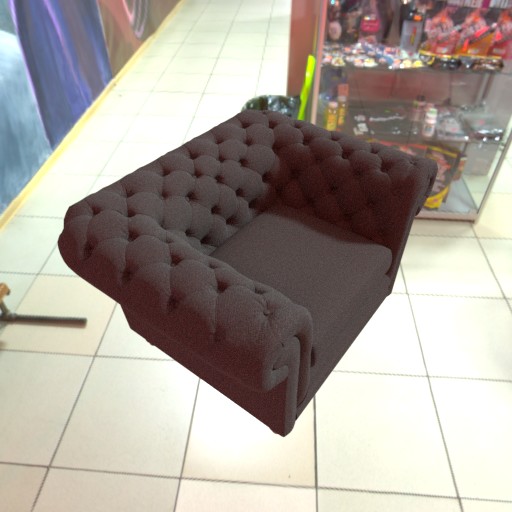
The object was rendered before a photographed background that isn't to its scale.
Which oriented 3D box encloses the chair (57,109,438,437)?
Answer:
[{"bbox_3d":[0.000,0.000,1.884,0.976,0.770,1.270,27,49,27],"label":"chair"}]
